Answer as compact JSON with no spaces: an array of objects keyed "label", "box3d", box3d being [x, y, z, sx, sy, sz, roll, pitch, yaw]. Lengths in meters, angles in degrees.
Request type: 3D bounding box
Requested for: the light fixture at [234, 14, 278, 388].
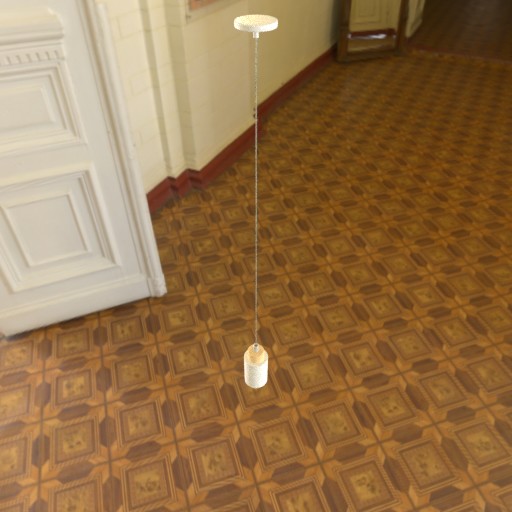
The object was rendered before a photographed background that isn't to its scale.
[{"label":"light fixture","box3d":[0.000,0.000,1.861,0.125,1.798,0.125,-12,43,-14]}]
